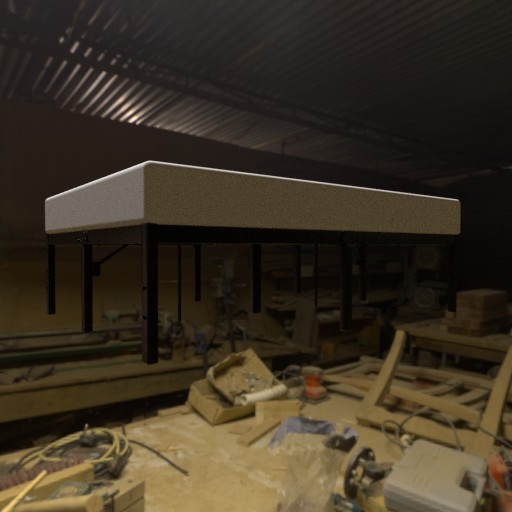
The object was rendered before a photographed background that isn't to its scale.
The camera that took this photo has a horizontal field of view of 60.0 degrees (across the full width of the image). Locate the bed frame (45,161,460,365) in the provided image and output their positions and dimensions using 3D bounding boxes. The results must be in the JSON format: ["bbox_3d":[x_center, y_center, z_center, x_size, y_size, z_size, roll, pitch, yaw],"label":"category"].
[{"bbox_3d":[0.000,0.000,2.559,1.956,0.659,1.408,-1,1,-37],"label":"bed frame"}]
